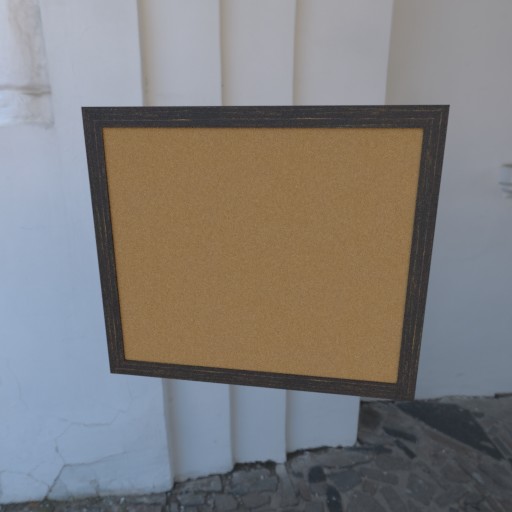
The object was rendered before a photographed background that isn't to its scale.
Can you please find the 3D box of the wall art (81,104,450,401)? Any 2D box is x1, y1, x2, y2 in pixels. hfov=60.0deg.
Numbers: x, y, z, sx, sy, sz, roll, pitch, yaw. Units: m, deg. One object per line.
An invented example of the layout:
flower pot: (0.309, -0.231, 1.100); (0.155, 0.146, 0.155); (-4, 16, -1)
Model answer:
wall art: (0.000, 0.000, 0.516); (0.381, 0.330, 0.031); (3, 17, 9)
